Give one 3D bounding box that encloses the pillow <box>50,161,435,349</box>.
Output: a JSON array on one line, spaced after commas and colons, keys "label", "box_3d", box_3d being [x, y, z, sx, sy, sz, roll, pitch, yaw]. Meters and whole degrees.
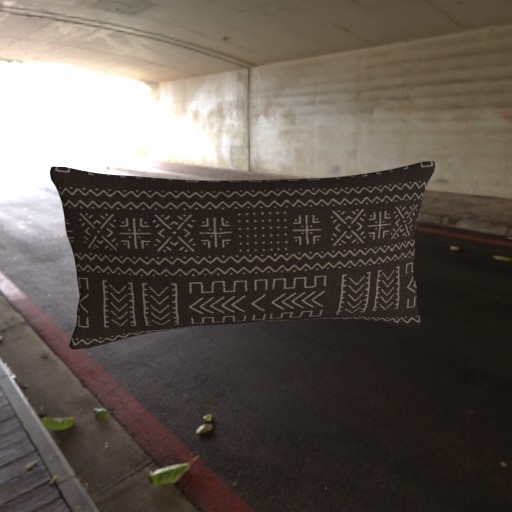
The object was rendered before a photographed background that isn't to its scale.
[{"label": "pillow", "box_3d": [0.000, 0.000, 0.784, 0.667, 0.322, 0.135, -2, 16, -8]}]
